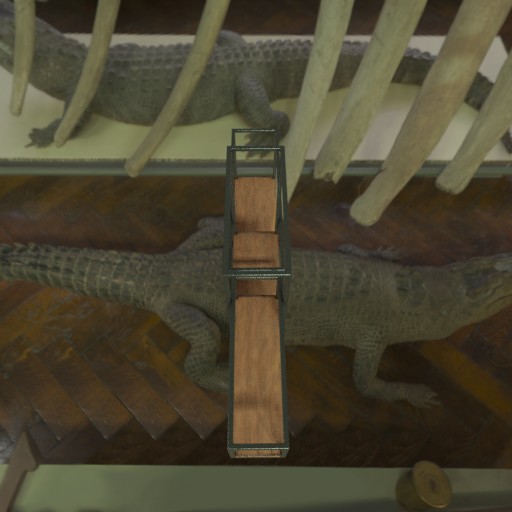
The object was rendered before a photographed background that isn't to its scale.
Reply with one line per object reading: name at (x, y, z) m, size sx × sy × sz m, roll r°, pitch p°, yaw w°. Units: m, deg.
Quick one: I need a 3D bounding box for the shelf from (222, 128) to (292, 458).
shelf at (0.000, 0.000, 2.123) m, size 0.275 × 0.972 × 1.781 m, roll 0°, pitch 59°, yaw 0°
